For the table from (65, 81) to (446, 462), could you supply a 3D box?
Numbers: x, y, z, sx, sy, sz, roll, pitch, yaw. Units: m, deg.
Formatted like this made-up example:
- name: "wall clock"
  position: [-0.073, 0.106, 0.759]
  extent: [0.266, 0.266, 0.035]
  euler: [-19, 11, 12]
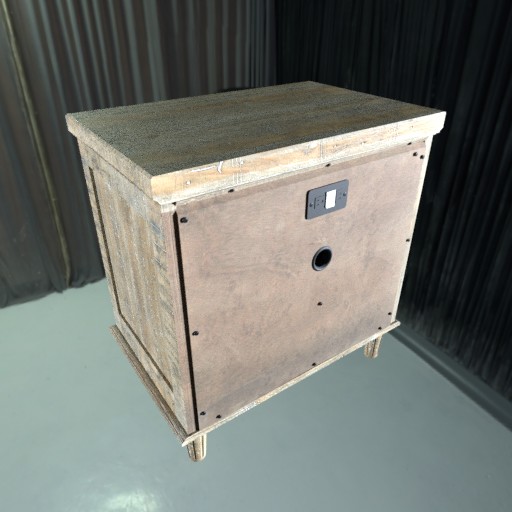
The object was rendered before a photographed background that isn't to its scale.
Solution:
- name: "table"
  position: [0.000, 0.000, 1.125]
  extent: [0.686, 0.711, 0.457]
  euler: [-20, 36, -29]
